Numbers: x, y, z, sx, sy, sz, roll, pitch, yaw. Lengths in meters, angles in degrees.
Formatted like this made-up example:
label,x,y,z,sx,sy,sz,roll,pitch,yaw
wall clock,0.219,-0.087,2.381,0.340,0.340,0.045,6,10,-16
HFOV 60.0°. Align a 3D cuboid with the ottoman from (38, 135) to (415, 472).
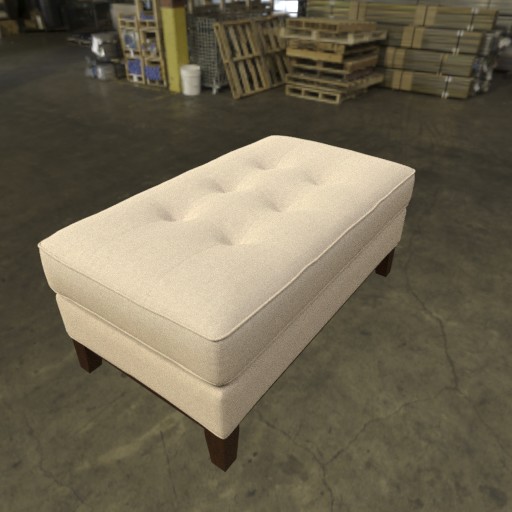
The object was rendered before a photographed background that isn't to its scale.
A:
label,x,y,z,sx,sy,sz,roll,pitch,yaw
ottoman,0.000,0.000,1.497,0.648,0.508,1.143,22,39,30
